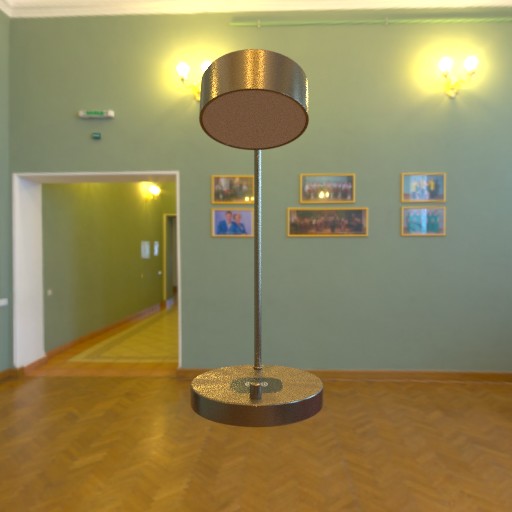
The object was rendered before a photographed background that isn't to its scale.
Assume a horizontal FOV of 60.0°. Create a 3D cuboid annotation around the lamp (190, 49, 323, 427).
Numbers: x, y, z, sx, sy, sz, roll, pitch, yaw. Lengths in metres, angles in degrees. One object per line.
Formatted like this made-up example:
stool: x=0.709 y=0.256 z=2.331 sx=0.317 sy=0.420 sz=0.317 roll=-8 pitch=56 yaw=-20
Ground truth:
lamp: x=0.000 y=0.000 z=0.524 sx=0.171 sy=0.380 sz=0.270 roll=0 pitch=1 yaw=1
